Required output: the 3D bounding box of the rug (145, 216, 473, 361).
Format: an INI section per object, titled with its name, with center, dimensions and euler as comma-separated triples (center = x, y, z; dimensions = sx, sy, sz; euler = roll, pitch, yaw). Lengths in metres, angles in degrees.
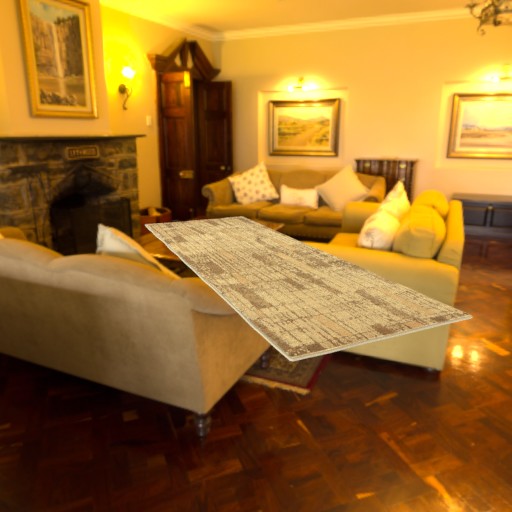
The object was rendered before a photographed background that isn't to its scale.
[rug]
center = 0.000, 0.000, 2.662
dimensions = 0.857, 0.018, 2.383
euler = -7, 17, -24
